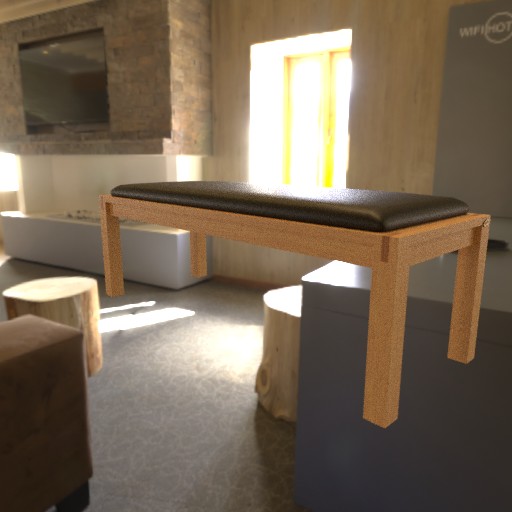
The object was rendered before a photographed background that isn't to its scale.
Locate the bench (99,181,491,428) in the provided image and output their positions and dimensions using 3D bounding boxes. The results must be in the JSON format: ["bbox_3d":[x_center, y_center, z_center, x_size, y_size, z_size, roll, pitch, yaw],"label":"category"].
[{"bbox_3d":[0.000,0.000,1.395,0.450,0.430,1.202,-12,17,-43],"label":"bench"}]
